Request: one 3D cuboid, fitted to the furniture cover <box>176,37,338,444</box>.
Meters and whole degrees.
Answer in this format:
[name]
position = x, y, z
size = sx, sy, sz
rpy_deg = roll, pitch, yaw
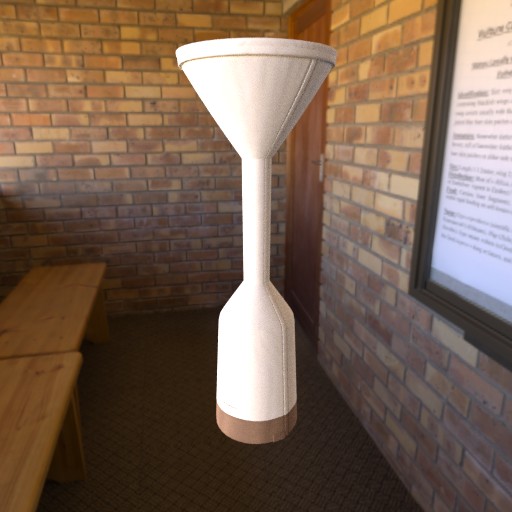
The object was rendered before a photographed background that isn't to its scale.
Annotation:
[furniture cover]
position = 0.000, 0.000, 2.864
size = 0.914, 2.413, 0.914
rpy_deg = -15, 22, -42
